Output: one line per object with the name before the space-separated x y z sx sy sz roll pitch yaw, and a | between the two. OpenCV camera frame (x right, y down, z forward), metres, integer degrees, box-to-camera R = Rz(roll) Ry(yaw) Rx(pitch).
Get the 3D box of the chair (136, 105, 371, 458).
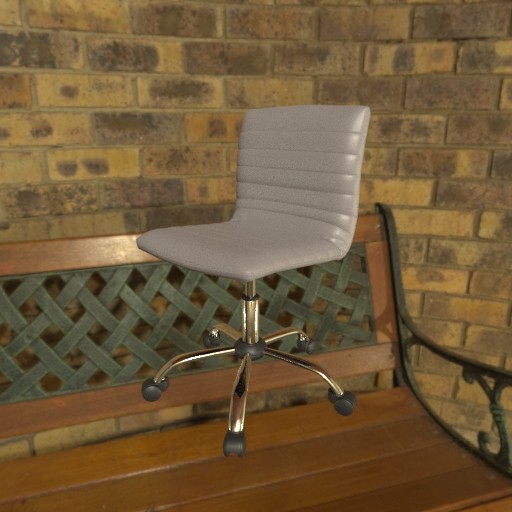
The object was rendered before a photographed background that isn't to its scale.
chair | 0.000 0.000 1.146 0.569 0.750 0.542 15 22 41
